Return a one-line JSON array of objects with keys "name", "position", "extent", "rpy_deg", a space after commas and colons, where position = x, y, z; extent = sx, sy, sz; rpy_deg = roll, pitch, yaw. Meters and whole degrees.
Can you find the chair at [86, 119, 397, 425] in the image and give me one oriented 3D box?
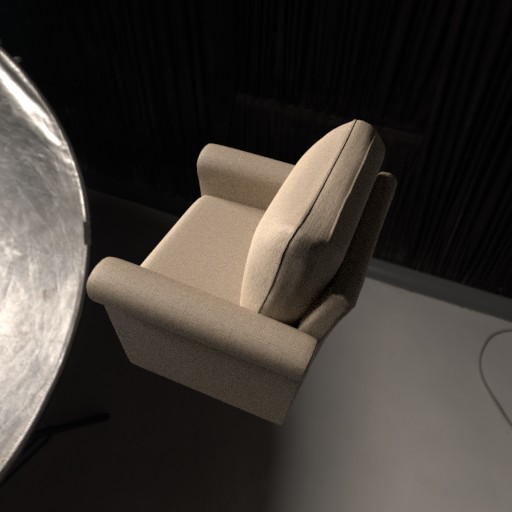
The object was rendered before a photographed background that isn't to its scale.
[{"name": "chair", "position": [0.000, 0.000, 2.373], "extent": [1.180, 1.349, 1.275], "rpy_deg": [17, 49, 16]}]
